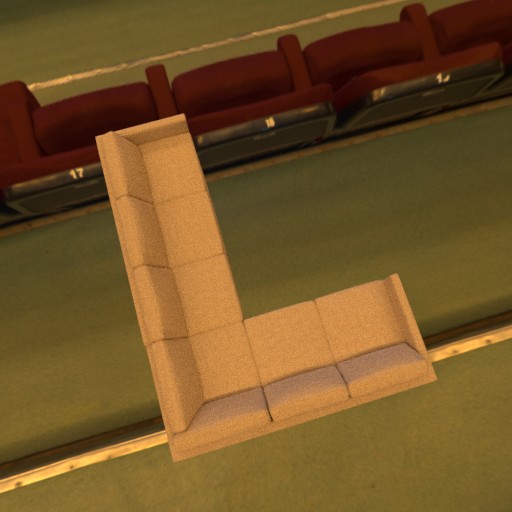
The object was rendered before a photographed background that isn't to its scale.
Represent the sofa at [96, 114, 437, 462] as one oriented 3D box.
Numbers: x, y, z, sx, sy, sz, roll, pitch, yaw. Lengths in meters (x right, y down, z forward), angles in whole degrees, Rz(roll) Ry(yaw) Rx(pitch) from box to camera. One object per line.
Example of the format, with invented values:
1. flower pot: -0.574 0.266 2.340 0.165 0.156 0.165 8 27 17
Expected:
1. sofa: 0.000 0.000 4.410 2.432 0.863 3.182 -16 78 -4
